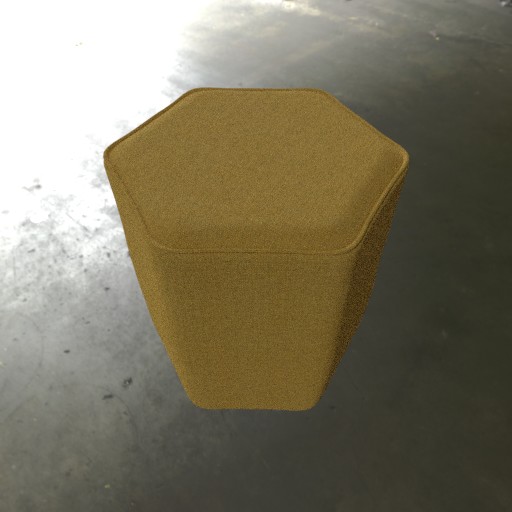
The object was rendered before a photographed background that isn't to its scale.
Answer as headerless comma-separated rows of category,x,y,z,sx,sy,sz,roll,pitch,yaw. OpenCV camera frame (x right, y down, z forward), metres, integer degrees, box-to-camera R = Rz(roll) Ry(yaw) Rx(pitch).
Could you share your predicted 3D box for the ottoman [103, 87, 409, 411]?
ottoman,0.000,0.000,0.880,0.443,0.502,0.494,24,52,20
